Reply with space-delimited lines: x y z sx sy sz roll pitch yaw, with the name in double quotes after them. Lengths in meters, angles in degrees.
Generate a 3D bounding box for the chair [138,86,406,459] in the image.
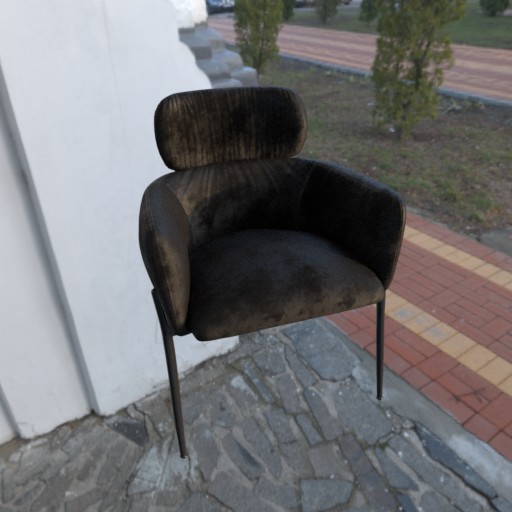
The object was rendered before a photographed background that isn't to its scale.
0.000 0.000 1.275 0.640 0.818 0.604 -10 33 -16 "chair"
